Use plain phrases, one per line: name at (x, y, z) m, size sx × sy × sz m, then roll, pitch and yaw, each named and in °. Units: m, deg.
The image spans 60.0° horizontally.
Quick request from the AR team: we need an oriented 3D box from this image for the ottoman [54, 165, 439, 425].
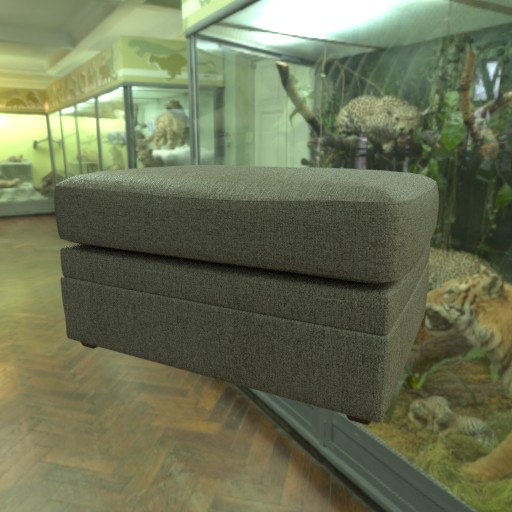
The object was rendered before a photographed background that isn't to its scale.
ottoman at (0.000, 0.000, 1.223) m, size 0.885 × 0.478 × 0.637 m, roll 7°, pitch 15°, yaw 26°
